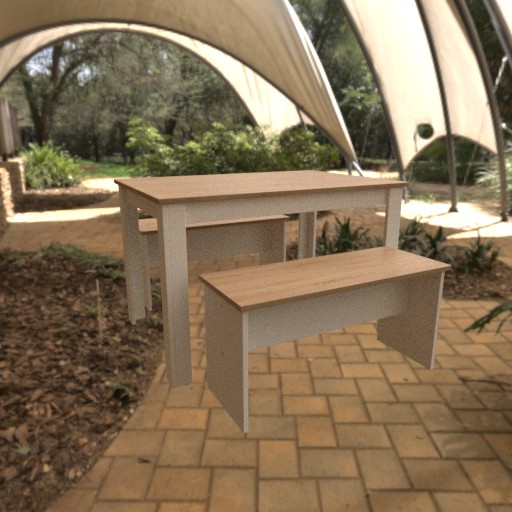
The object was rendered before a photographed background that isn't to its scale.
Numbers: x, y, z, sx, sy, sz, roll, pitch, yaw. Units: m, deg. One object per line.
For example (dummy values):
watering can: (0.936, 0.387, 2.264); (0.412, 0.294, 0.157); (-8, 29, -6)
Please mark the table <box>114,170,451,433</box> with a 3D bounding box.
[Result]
table: (0.000, 0.000, 2.072); (1.100, 0.700, 1.443); (-8, 17, -27)
